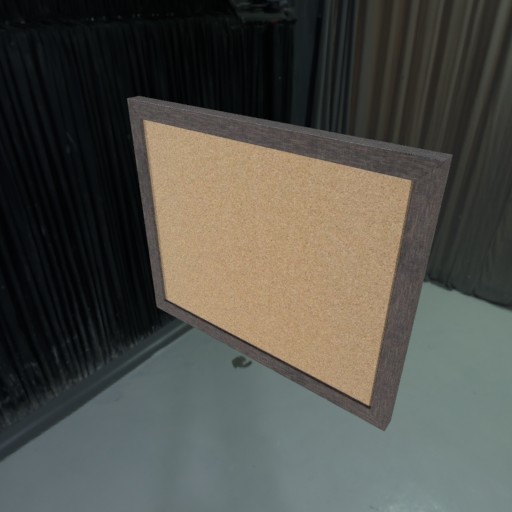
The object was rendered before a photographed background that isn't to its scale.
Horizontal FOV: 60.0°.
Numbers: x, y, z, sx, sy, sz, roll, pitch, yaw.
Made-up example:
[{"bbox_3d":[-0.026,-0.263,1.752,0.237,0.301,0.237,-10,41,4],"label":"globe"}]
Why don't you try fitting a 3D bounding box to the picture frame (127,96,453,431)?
[{"bbox_3d":[0.000,0.000,0.756,0.546,0.455,0.026,21,37,31],"label":"picture frame"}]
